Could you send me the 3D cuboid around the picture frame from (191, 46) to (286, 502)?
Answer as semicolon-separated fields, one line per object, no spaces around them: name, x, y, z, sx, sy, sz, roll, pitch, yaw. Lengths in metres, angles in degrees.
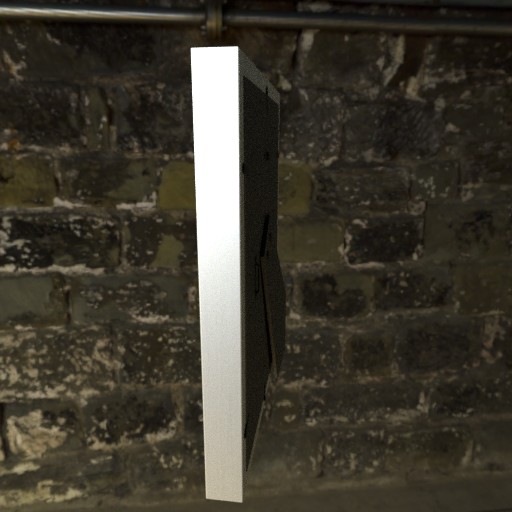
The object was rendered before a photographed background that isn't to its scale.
picture frame;0.000;0.000;0.375;0.036;0.282;0.233;2;15;8
